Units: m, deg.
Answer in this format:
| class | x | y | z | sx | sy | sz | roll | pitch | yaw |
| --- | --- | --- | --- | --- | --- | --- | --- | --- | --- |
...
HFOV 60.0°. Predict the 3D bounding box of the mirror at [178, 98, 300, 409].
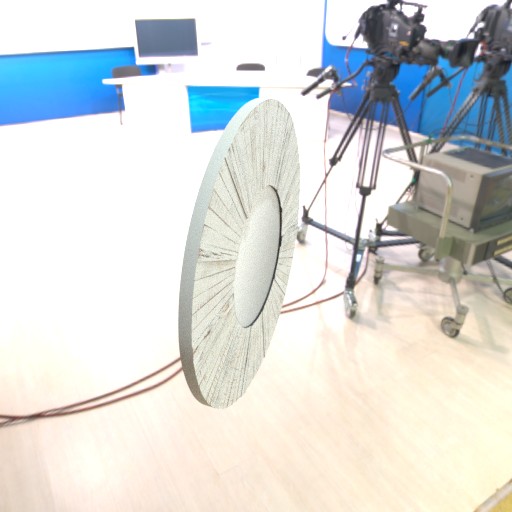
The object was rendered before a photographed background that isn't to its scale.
| class | x | y | z | sx | sy | sz | roll | pitch | yaw |
| --- | --- | --- | --- | --- | --- | --- | --- | --- | --- |
| mirror | 0.000 | 0.000 | 1.363 | 0.038 | 0.914 | 0.914 | 10 | 32 | 17 |
